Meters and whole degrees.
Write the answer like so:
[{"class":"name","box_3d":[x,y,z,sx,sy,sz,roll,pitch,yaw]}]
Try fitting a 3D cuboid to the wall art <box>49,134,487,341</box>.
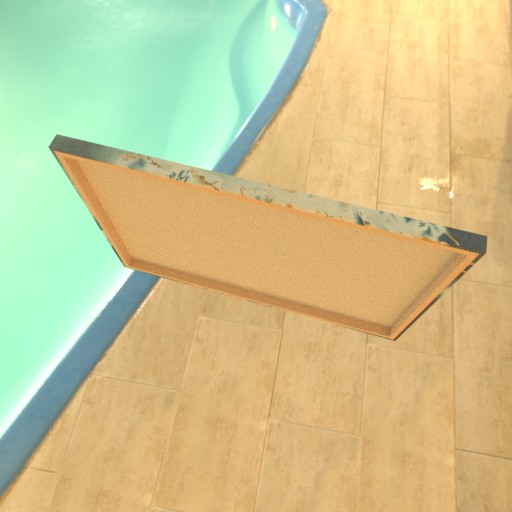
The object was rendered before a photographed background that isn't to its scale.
[{"class":"wall art","box_3d":[0.000,0.000,1.170,0.912,0.608,0.038,15,65,7]}]
